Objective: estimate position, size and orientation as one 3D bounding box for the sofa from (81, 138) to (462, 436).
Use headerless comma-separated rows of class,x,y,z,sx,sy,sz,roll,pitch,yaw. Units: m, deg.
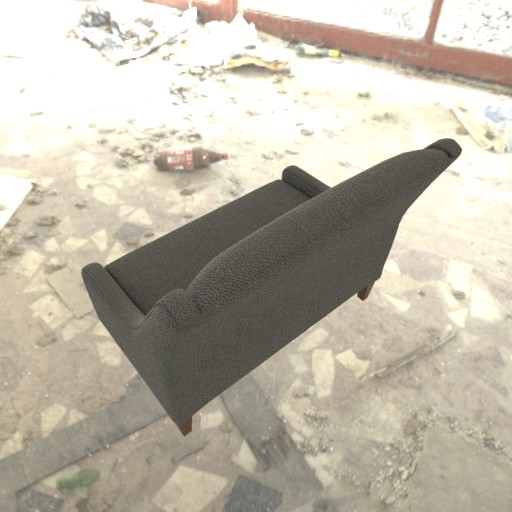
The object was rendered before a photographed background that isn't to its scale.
sofa,0.000,0.000,1.877,1.242,1.022,0.873,-31,52,-27
